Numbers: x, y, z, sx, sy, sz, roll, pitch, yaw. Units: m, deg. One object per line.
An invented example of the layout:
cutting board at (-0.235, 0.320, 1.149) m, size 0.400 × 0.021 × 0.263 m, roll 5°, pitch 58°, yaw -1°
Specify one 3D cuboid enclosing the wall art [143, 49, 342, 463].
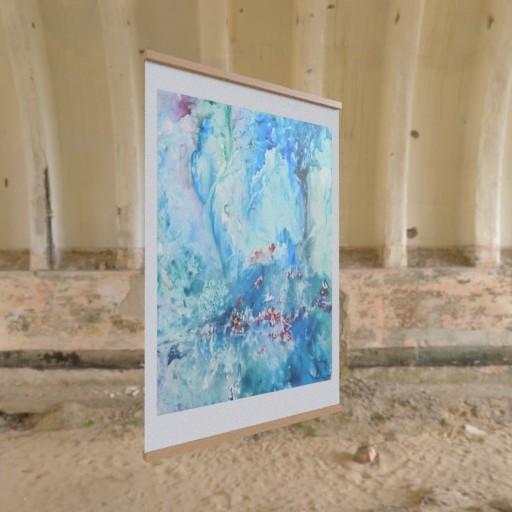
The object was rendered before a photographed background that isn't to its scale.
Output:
wall art at (0.000, 0.000, 1.913) m, size 0.991 × 1.510 × 0.040 m, roll 0°, pitch 0°, yaw -34°
